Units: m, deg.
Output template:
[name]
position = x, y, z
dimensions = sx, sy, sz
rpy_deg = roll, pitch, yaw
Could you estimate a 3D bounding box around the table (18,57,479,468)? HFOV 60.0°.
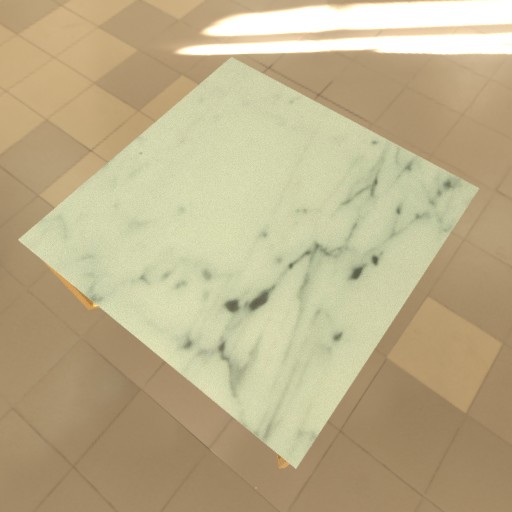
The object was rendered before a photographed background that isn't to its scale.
[table]
position = 0.000, 0.000, 1.277
dimensions = 0.800, 0.450, 0.800
rpy_deg = 34, 67, 16
